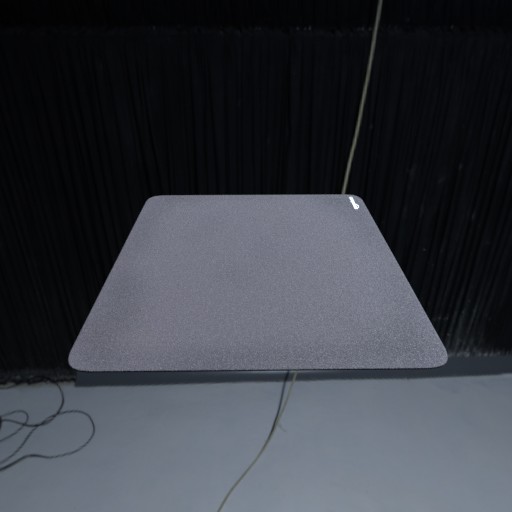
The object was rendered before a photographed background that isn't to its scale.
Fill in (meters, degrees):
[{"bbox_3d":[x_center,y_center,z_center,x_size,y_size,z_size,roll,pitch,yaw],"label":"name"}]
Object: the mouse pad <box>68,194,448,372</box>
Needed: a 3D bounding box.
[{"bbox_3d":[0.000,0.000,0.634,0.393,0.002,0.451,0,30,-1],"label":"mouse pad"}]
